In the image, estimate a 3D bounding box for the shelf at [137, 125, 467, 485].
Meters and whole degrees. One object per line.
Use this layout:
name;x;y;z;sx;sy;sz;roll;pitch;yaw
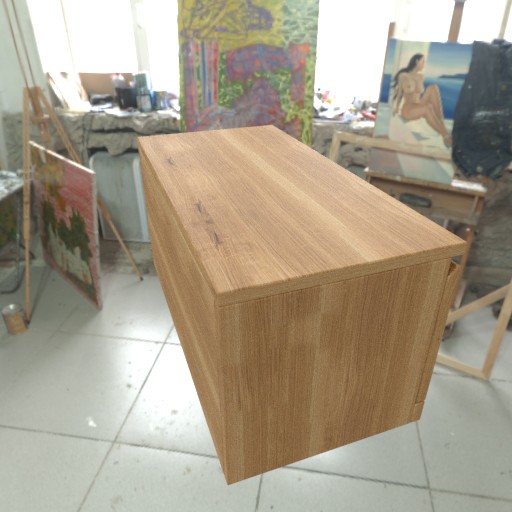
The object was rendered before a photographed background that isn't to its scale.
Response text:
shelf;0.000;0.000;1.046;0.400;0.400;0.800;-10;31;-17
